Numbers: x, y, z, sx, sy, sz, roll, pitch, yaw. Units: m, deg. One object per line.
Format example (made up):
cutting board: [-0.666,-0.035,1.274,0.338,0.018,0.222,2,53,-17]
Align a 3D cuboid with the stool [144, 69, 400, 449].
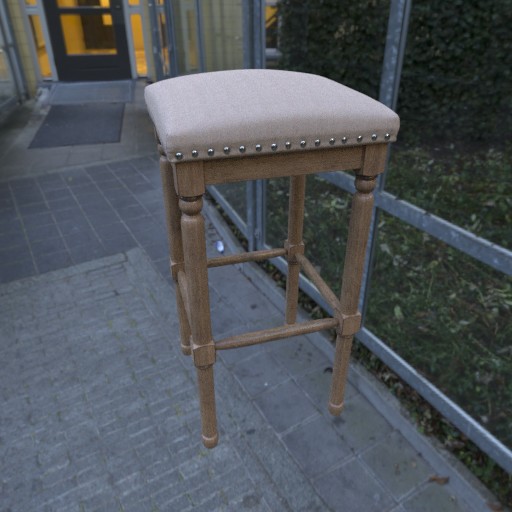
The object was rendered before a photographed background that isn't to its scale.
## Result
stool: [0.000,0.000,0.994,0.383,0.768,0.382,-9,32,-14]
